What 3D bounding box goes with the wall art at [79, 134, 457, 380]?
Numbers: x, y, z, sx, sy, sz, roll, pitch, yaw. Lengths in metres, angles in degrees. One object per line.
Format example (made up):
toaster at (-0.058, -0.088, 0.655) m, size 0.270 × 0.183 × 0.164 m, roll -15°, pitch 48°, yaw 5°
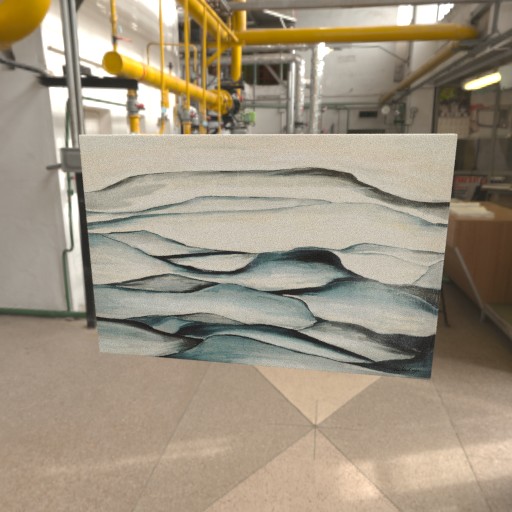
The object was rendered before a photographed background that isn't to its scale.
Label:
wall art at (0.000, 0.000, 1.151) m, size 0.914 × 0.609 × 0.039 m, roll 2°, pitch 15°, yaw 9°
